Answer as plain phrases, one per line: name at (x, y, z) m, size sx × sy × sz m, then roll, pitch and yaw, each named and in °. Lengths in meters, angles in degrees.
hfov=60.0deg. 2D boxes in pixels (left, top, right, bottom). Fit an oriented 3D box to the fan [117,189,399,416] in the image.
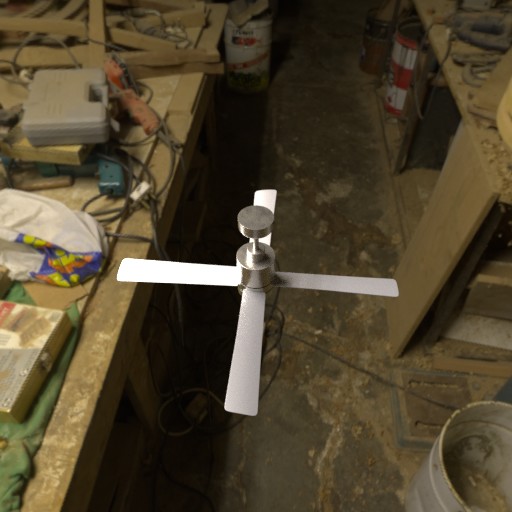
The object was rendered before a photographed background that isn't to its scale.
fan at (0.000, 0.000, 2.292) m, size 1.525 × 0.539 × 1.525 m, roll 4°, pitch 47°, yaw 4°
